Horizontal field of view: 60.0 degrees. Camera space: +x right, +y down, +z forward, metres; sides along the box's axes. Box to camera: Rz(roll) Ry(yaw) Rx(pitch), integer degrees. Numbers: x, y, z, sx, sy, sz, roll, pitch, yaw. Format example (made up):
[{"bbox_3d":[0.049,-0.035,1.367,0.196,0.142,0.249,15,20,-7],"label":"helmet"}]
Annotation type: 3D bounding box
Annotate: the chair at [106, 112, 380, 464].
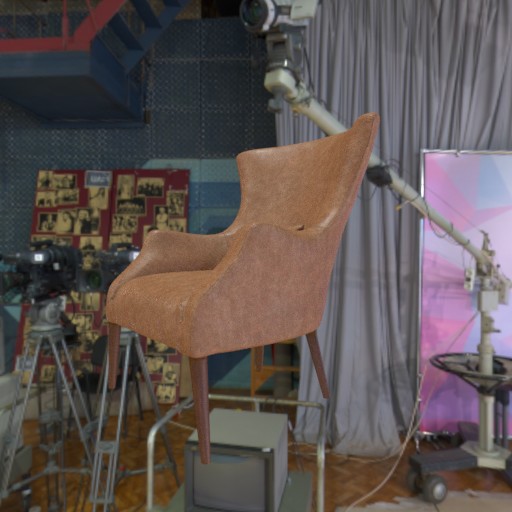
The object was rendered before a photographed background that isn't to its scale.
[{"bbox_3d":[0.000,0.000,1.732,0.955,1.067,0.846,-1,1,-35],"label":"chair"}]
